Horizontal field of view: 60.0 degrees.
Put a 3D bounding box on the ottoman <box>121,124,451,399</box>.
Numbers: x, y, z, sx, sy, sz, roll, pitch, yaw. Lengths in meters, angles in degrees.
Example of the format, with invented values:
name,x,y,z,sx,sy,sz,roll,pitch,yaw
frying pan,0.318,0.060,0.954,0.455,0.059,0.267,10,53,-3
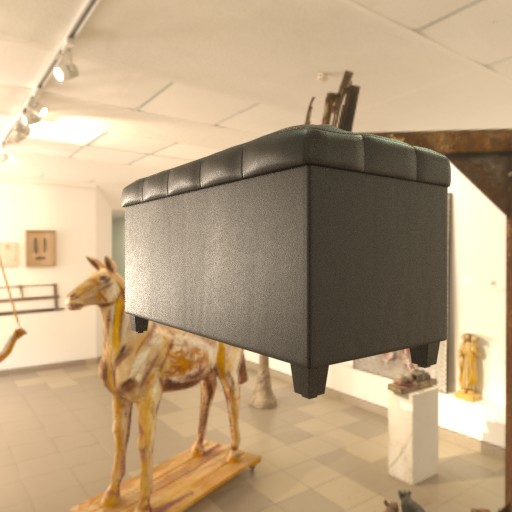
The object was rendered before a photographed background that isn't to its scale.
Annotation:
name,x,y,z,sx,sy,sz,roll,pitch,yaw
ottoman,0.000,0.000,1.144,0.432,0.470,0.838,0,1,-36
